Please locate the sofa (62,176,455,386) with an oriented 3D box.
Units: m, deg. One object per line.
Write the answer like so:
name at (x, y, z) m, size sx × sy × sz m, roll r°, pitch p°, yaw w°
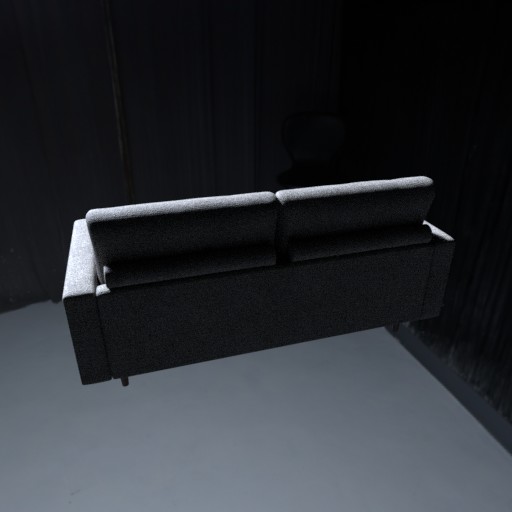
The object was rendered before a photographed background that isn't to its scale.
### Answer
sofa at (0.000, 0.000, 2.365) m, size 1.821 × 0.902 × 0.863 m, roll -8°, pitch 28°, yaw -15°
